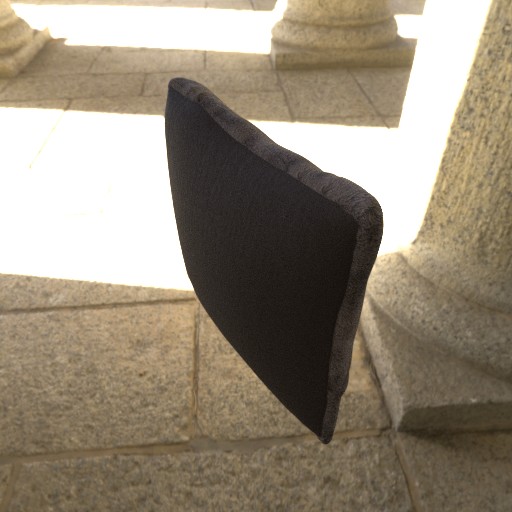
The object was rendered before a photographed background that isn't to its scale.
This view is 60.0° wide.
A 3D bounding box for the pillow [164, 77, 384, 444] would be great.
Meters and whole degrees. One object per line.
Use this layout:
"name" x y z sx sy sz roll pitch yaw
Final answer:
"pillow" 0.000 0.000 0.796 0.204 0.520 0.522 -24 46 -25
